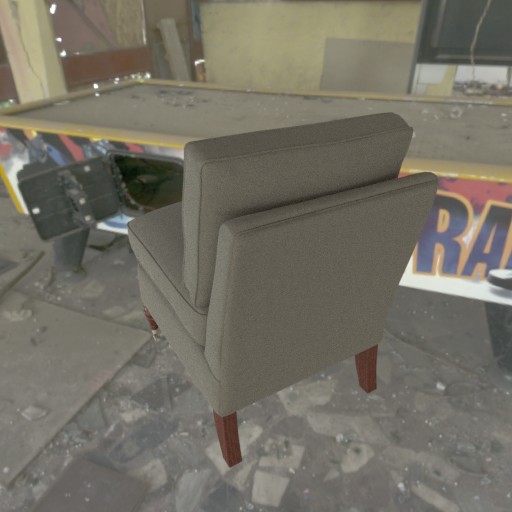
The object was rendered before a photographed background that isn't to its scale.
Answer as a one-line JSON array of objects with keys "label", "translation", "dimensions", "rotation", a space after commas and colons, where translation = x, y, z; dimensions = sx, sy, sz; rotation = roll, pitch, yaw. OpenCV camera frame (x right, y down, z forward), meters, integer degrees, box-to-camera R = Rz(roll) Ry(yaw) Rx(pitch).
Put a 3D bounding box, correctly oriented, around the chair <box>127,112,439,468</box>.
[{"label": "chair", "translation": [0.000, 0.000, 1.630], "dimensions": [0.724, 1.045, 0.924], "rotation": [-17, 33, -27]}]
